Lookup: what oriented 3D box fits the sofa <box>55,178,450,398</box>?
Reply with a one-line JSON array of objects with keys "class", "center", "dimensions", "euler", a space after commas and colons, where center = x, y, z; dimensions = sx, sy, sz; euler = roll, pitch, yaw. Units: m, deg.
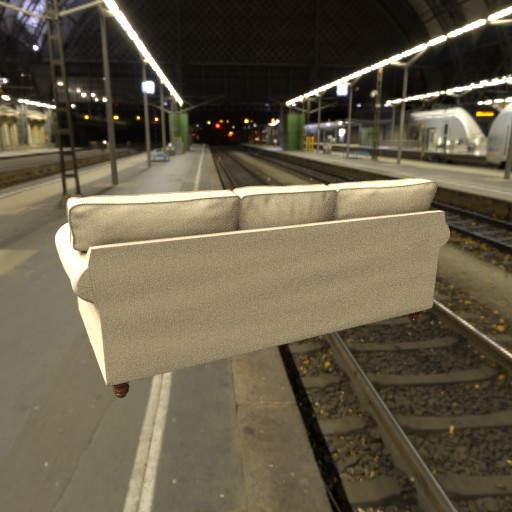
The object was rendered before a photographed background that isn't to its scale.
[{"class": "sofa", "center": [0.000, 0.000, 2.620], "dimensions": [2.118, 0.889, 0.998], "euler": [-8, 17, -26]}]
